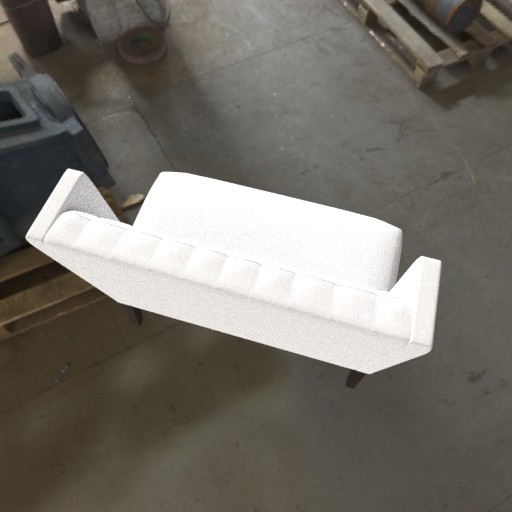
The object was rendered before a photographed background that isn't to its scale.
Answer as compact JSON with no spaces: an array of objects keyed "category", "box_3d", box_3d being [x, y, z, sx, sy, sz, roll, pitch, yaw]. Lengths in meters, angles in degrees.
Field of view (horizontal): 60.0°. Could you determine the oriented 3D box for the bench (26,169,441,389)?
[{"category":"bench","box_3d":[0.000,0.000,1.968,1.280,1.123,0.847,15,63,8]}]
